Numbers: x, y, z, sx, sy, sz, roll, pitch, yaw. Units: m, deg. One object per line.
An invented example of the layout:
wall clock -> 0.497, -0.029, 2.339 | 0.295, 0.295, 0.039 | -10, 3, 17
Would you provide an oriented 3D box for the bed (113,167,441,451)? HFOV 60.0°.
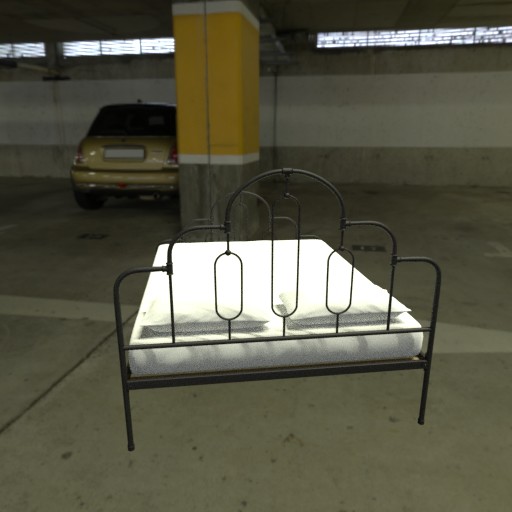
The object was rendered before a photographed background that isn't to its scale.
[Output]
bed -> 0.000, 0.000, 3.222 | 1.640, 1.429, 2.163 | -2, 16, -7
